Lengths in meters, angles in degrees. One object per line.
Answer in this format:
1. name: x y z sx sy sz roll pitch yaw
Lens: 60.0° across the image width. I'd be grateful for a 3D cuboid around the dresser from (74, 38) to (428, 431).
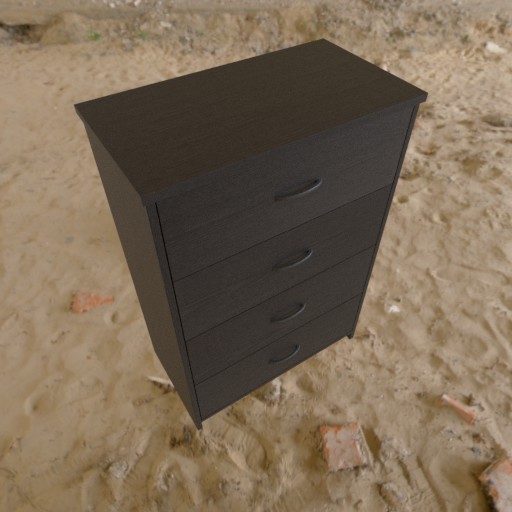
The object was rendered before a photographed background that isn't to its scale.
1. dresser: 0.000 0.000 1.366 0.704 1.020 0.399 -25 51 -22
